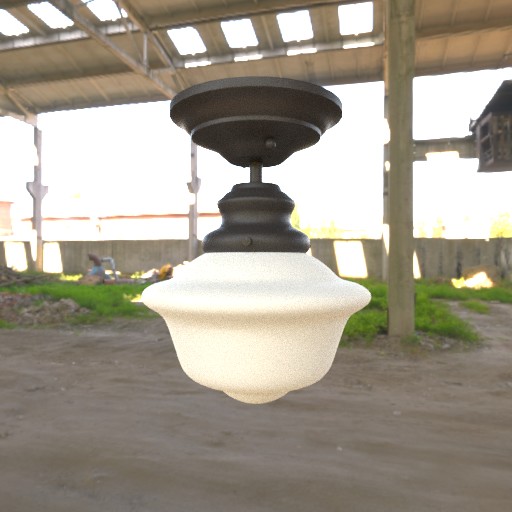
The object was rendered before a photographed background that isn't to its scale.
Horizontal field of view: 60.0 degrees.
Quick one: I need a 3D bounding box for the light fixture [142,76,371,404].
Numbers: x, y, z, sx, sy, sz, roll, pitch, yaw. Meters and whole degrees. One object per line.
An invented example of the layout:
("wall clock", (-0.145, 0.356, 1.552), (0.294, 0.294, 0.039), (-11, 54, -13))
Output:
("light fixture", (0.000, 0.000, 0.389), (0.197, 0.254, 0.197), (0, -1, 0))
